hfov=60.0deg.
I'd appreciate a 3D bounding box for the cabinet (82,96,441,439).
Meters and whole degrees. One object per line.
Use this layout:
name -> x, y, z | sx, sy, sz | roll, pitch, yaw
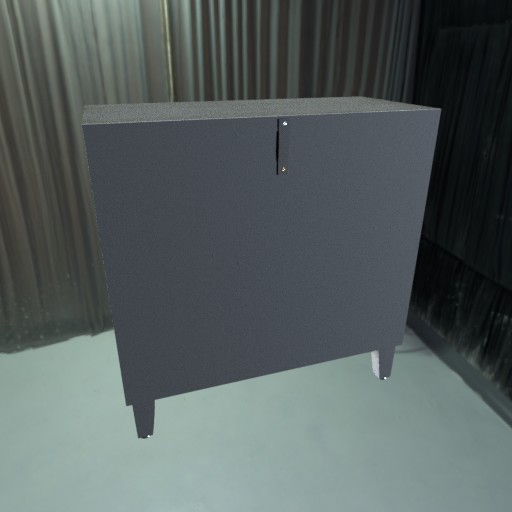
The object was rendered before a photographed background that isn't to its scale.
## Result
cabinet -> 0.000, 0.000, 1.227 | 0.781, 0.787, 0.370 | -8, 26, -17
